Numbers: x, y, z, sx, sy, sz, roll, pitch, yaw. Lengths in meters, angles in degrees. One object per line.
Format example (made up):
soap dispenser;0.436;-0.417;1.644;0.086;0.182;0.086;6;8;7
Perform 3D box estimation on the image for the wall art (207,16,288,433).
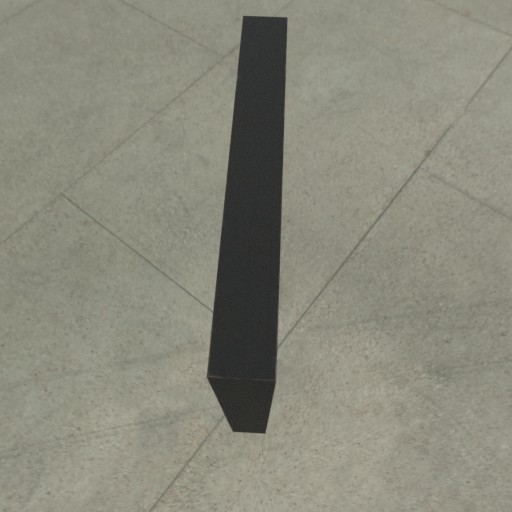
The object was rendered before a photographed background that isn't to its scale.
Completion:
wall art;0.000;0.000;0.446;0.038;0.305;0.305;3;63;1
